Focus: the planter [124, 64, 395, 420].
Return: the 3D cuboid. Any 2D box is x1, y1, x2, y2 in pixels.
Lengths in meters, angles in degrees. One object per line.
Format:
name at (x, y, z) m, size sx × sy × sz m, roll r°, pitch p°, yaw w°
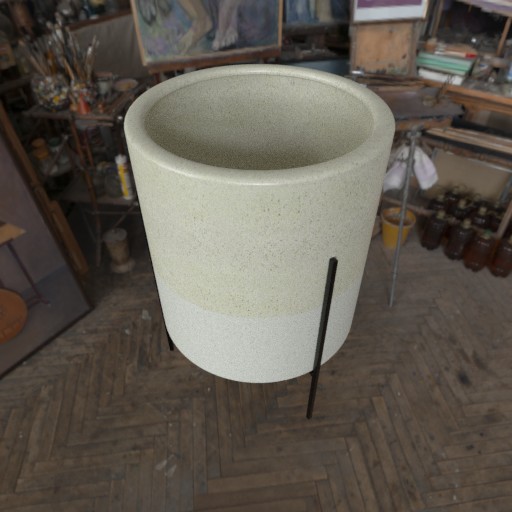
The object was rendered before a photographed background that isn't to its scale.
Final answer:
planter at (0.000, 0.000, 0.700) m, size 0.333 × 0.483 × 0.324 m, roll -1°, pitch 42°, yaw -1°
